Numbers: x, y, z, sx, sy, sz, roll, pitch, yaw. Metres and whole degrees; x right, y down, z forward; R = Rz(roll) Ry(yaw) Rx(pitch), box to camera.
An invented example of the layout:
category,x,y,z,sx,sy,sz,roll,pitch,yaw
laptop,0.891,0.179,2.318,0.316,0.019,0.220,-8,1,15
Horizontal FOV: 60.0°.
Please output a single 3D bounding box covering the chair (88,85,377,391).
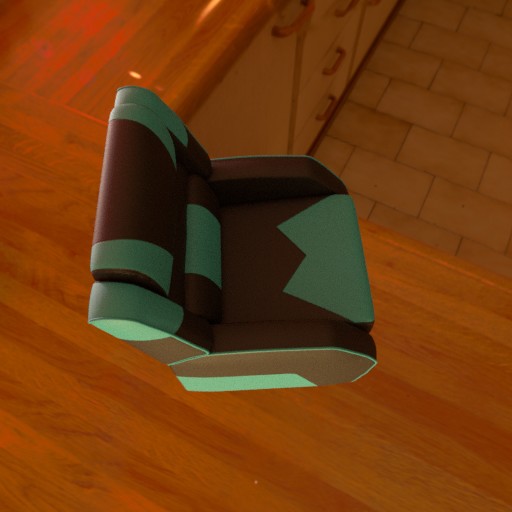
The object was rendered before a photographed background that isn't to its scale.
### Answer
category,x,y,z,sx,sy,sz,roll,pitch,yaw
chair,0.000,0.000,1.286,0.672,0.805,0.620,-3,63,-1
